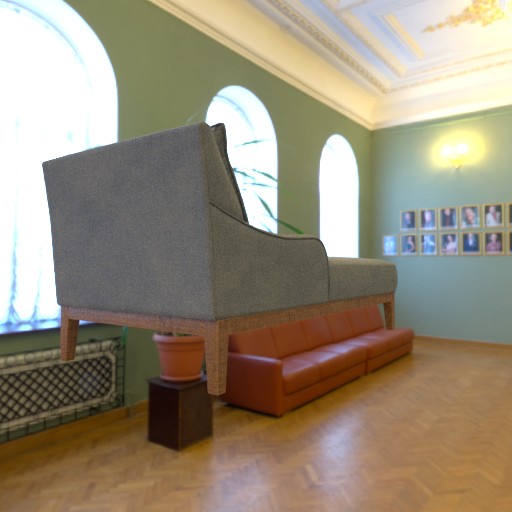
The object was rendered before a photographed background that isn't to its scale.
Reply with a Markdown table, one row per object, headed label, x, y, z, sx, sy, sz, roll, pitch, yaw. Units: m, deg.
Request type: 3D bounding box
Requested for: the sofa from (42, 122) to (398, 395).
| label | x | y | z | sx | sy | sz | roll | pitch | yaw |
| --- | --- | --- | --- | --- | --- | --- | --- | --- | --- |
| sofa | 0.000 | 0.000 | 2.260 | 0.904 | 0.883 | 1.779 | -1 | -1 | 35 |
